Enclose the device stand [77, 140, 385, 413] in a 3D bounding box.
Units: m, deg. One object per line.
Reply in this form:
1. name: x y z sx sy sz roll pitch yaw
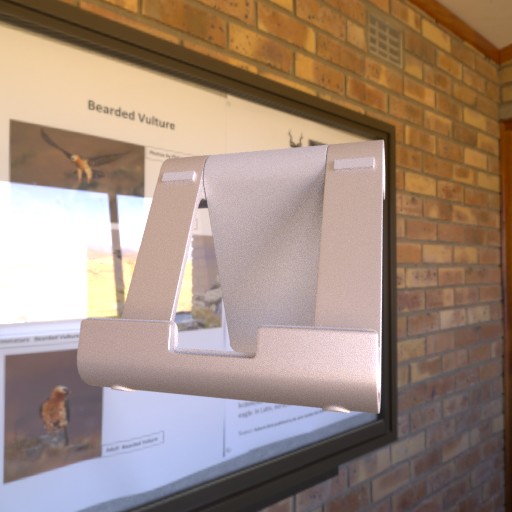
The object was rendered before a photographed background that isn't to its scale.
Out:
1. device stand: 0.000 0.000 0.156 0.086 0.084 0.079 -1 -2 18
